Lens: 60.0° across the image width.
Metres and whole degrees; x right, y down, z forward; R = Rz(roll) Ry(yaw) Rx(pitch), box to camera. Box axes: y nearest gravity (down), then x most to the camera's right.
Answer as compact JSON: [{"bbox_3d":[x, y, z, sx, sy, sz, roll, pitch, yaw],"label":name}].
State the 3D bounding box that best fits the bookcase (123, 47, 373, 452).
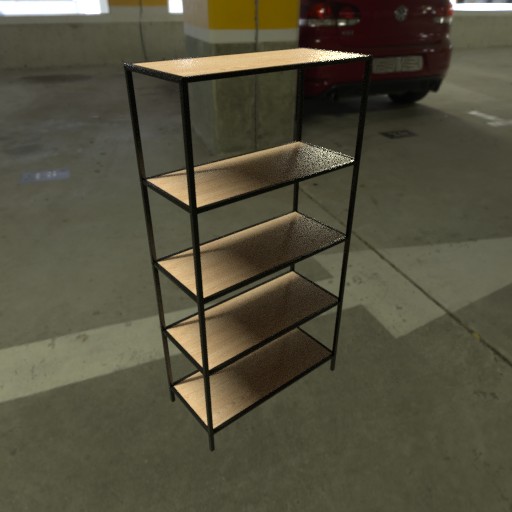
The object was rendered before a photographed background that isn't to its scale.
[{"bbox_3d":[0.000,0.000,1.836,0.770,1.500,0.350,-22,37,-33],"label":"bookcase"}]
